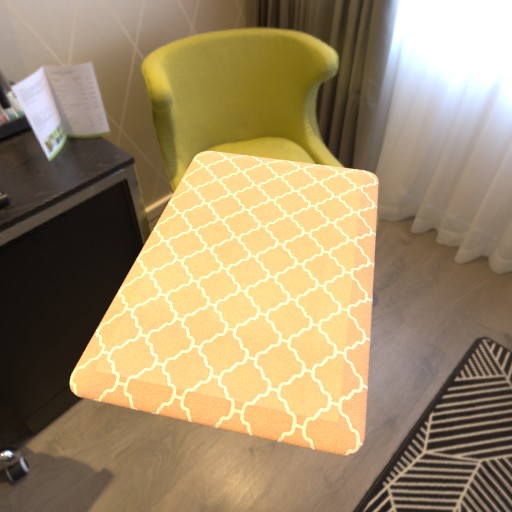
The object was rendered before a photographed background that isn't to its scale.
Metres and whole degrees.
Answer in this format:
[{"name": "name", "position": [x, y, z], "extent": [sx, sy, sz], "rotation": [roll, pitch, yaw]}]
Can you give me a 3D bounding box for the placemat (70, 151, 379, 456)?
[{"name": "placemat", "position": [0.000, 0.000, 0.967], "extent": [0.508, 0.021, 0.762], "rotation": [9, 47, 9]}]
